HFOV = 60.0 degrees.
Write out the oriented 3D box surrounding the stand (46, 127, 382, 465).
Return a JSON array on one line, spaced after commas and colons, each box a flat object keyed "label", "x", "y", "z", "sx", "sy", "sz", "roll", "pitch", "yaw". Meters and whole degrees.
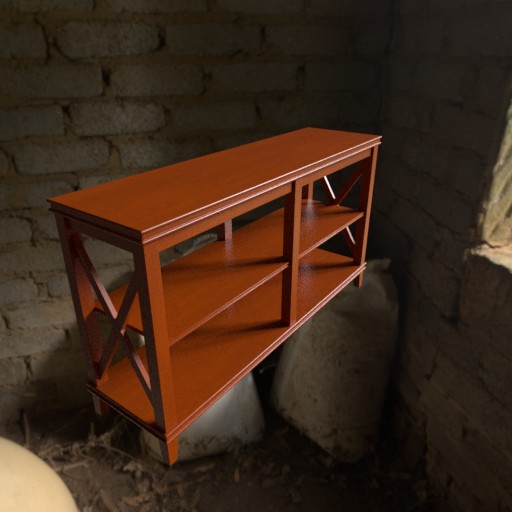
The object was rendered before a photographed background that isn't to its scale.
[{"label": "stand", "x": 0.000, "y": 0.000, "z": 1.743, "sx": 0.381, "sy": 0.762, "sz": 1.372, "roll": 18, "pitch": 31, "yaw": 32}]
